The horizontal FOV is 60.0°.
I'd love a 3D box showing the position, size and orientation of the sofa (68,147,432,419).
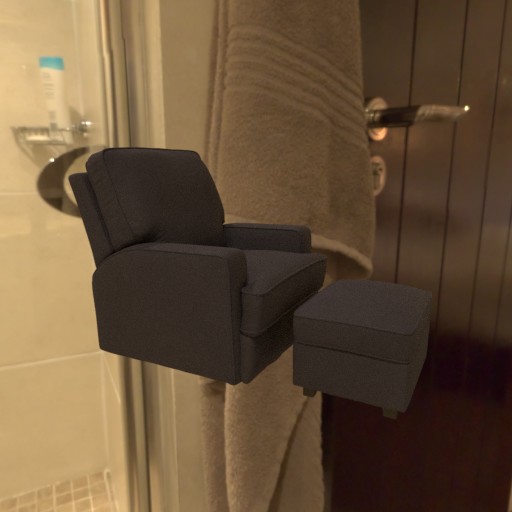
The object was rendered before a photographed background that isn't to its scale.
[{"bbox_3d":[0.000,0.000,1.997,1.472,0.959,0.861,6,14,27],"label":"sofa"}]
